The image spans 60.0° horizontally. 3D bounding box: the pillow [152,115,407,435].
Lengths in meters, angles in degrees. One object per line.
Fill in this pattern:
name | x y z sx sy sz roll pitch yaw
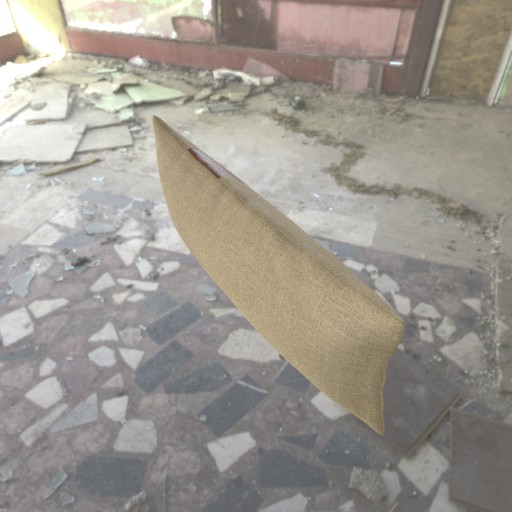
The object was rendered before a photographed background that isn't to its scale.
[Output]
pillow | 0.000 0.000 0.742 0.155 0.282 0.612 -24 47 -25
